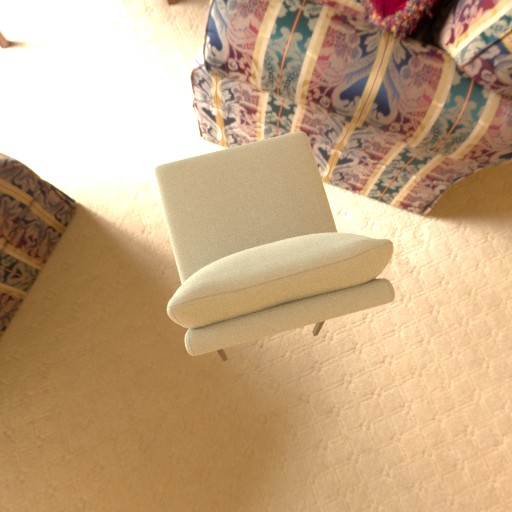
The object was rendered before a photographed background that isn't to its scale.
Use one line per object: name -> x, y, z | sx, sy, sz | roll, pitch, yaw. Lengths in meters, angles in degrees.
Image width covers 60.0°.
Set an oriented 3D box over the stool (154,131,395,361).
stool -> 0.000, 0.000, 1.407 | 0.463, 1.125, 0.572 | -15, 76, -4
